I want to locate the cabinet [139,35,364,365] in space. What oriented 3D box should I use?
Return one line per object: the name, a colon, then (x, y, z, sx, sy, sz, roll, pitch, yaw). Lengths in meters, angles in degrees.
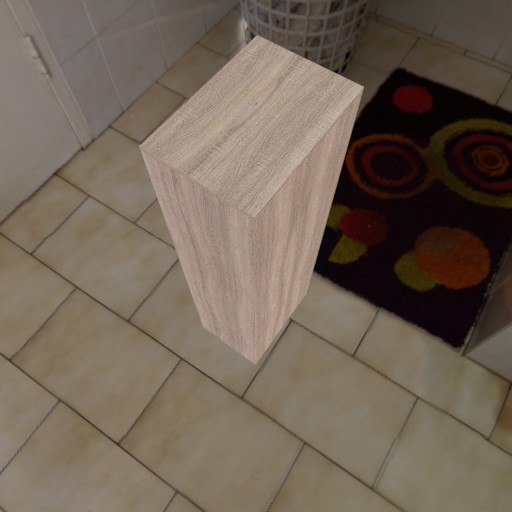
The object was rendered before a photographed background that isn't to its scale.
cabinet: (0.000, 0.000, 2.125, 0.400, 1.850, 0.570, 33, 68, 15)
